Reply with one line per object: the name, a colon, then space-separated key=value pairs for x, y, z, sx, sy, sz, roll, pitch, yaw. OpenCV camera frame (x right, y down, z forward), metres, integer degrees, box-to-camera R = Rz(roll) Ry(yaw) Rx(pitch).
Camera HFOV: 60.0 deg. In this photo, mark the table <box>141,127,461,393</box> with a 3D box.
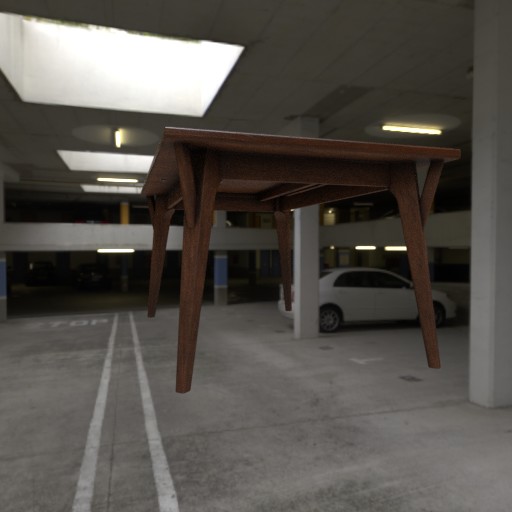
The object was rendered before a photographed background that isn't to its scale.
table: x=0.000 y=0.000 z=2.099 sx=0.990 sy=0.761 sz=1.524 roll=0 pitch=1 yaw=-17
